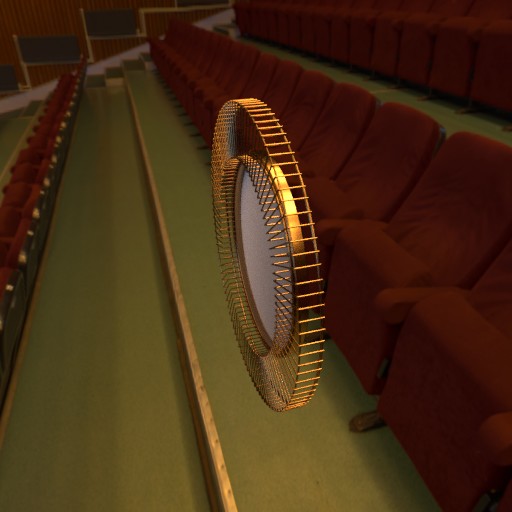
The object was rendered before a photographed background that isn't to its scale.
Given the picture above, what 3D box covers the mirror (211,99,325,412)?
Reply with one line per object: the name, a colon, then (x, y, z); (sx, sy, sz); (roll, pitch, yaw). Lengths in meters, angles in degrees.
mirror: (0.000, 0.000, 1.051); (0.067, 0.703, 0.703); (-9, 33, -14)
